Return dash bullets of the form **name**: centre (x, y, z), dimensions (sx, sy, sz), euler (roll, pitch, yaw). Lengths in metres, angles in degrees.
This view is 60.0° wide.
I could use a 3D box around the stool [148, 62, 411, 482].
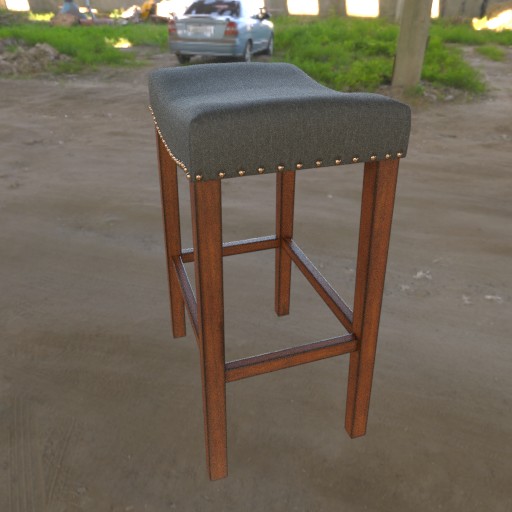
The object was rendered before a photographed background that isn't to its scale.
- **stool**: centre (0.000, 0.000, 0.987), dimensions (0.366, 0.748, 0.502), euler (-10, 32, -16)
